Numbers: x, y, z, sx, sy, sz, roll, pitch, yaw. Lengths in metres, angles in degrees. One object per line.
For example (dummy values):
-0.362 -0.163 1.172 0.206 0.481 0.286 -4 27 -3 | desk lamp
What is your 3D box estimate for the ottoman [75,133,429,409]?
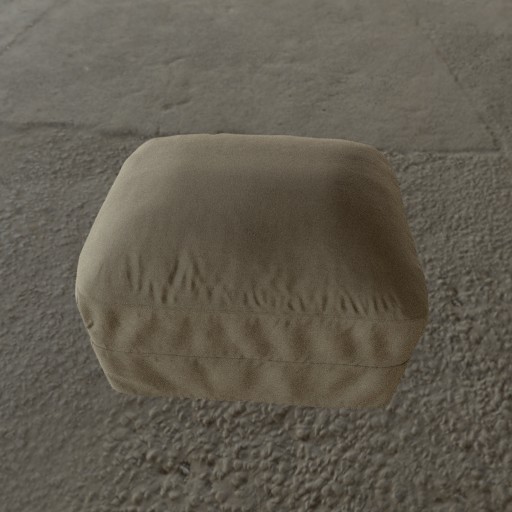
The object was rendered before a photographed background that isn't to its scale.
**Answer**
0.000 0.000 1.087 0.712 0.480 0.584 3 46 3 | ottoman
